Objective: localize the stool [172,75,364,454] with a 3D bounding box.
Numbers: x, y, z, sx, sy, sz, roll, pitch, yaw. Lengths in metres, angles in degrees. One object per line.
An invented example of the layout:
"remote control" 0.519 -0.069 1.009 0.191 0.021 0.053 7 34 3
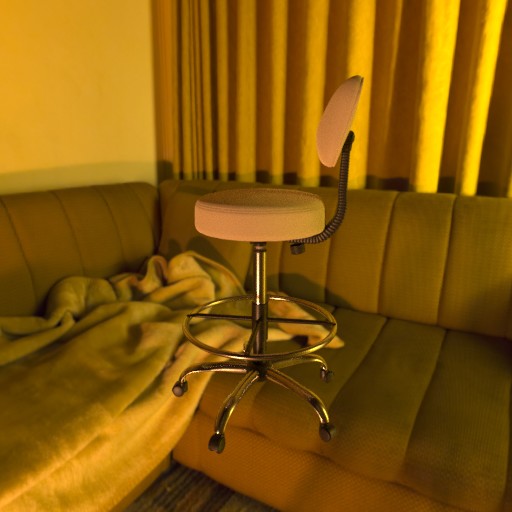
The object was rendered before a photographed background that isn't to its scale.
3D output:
"stool" 0.000 0.000 1.454 0.616 1.080 0.609 2 15 8
